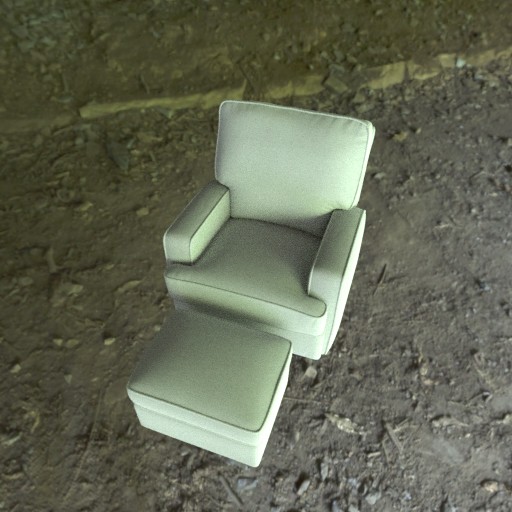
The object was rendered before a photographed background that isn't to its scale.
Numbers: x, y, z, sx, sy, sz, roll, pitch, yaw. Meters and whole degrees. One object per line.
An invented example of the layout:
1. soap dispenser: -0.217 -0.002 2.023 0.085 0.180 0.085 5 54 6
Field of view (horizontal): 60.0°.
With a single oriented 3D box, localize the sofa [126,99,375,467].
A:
1. sofa: 0.000 0.000 2.026 0.861 0.959 1.472 14 44 14
